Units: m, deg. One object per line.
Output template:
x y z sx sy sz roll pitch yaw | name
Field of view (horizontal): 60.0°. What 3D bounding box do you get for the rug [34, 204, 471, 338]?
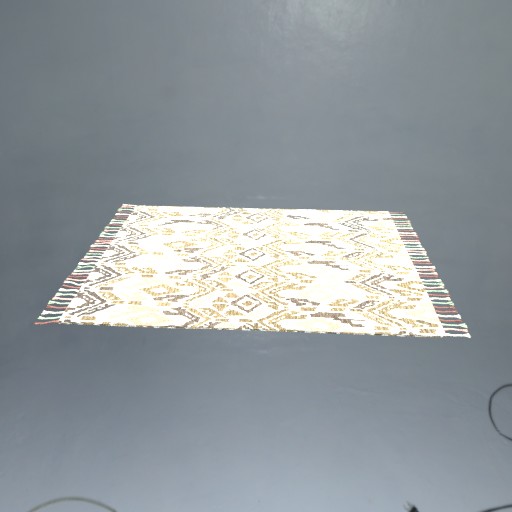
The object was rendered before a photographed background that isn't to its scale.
0.000 0.000 2.347 1.829 0.008 1.219 2 31 3 | rug
